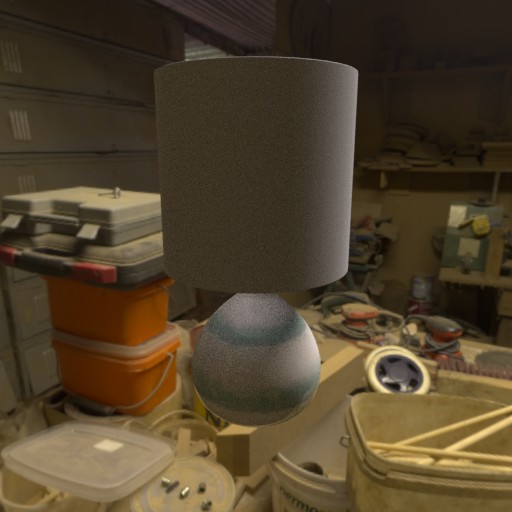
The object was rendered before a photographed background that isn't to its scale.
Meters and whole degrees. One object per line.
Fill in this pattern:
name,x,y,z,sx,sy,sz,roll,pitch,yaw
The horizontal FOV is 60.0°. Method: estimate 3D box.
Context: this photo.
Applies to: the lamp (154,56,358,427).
lamp,0.000,0.000,0.530,0.217,0.404,0.217,7,16,26
